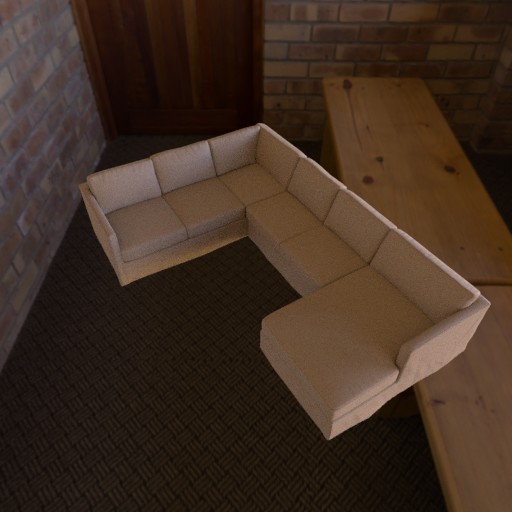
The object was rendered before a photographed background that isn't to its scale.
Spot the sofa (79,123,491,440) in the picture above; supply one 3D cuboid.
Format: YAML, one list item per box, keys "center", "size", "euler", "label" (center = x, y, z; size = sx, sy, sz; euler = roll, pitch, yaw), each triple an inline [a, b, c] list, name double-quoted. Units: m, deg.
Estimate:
- center: [0.000, 0.000, 4.369]
  size: [2.427, 0.882, 3.460]
  euler: [-23, 49, -22]
  label: "sofa"
